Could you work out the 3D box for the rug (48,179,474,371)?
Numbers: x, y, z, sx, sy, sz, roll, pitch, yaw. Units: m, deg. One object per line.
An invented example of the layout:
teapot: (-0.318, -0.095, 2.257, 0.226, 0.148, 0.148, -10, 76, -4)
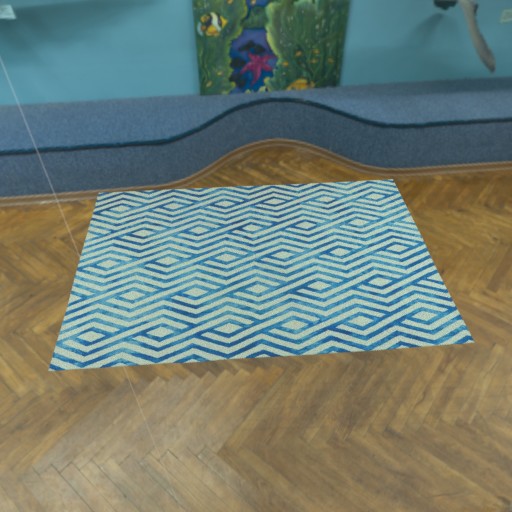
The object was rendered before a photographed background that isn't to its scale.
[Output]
rug: (0.000, 0.000, 2.322, 1.830, 0.008, 1.225, -3, 45, -3)
